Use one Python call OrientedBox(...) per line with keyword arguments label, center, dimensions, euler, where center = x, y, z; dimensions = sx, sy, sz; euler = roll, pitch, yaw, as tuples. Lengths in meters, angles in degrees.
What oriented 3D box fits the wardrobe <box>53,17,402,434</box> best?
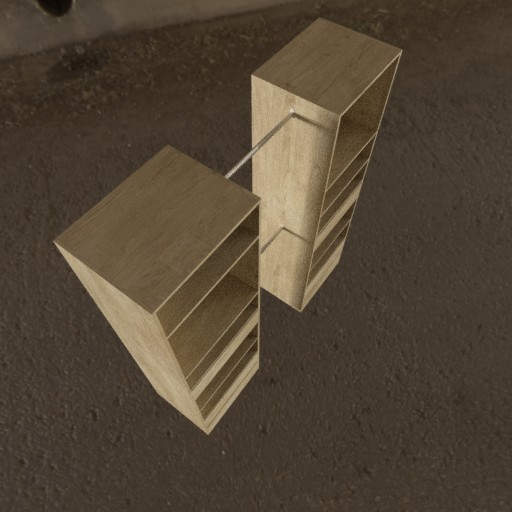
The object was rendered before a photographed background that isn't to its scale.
OrientedBox(label="wardrobe", center=(0.000, 0.000, 2.721), dimensions=(0.480, 2.000, 1.770), euler=(32, 63, 19))
